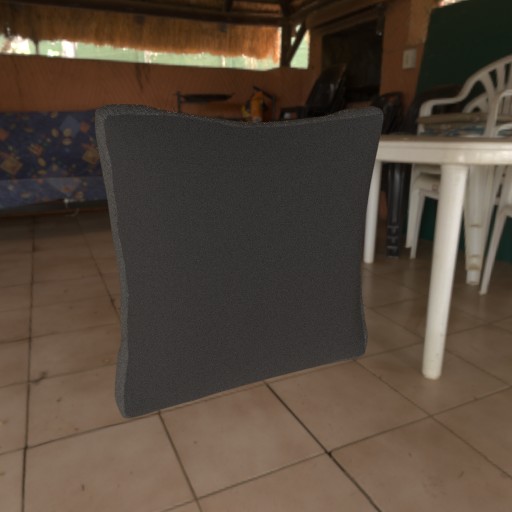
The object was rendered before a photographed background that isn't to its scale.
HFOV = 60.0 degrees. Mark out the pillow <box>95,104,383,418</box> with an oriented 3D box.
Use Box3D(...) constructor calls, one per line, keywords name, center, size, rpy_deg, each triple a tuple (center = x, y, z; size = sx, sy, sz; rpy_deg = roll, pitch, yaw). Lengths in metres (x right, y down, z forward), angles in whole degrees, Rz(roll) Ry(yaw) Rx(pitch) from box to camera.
Box3D(name="pillow", center=(0.000, 0.000, 0.804), size=(0.533, 0.523, 0.210), rpy_deg=(-8, 18, -25))
